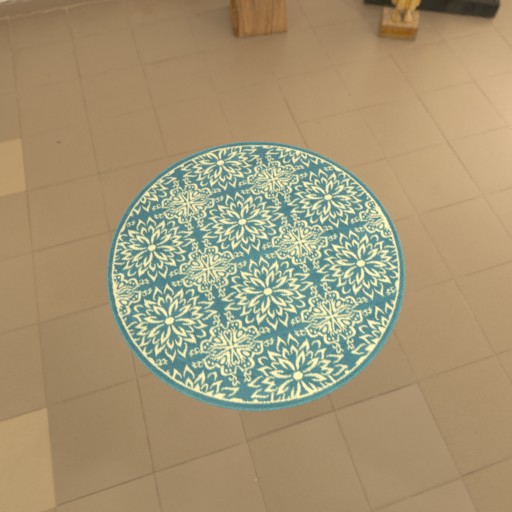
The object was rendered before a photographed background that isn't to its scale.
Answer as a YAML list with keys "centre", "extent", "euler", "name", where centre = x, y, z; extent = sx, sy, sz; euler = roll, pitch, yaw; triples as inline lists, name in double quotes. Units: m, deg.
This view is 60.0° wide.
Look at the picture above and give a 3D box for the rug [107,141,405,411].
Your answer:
- centre: [0.000, 0.000, 2.391]
  extent: [1.593, 0.012, 1.593]
  euler: [0, 63, 0]
  name: "rug"
